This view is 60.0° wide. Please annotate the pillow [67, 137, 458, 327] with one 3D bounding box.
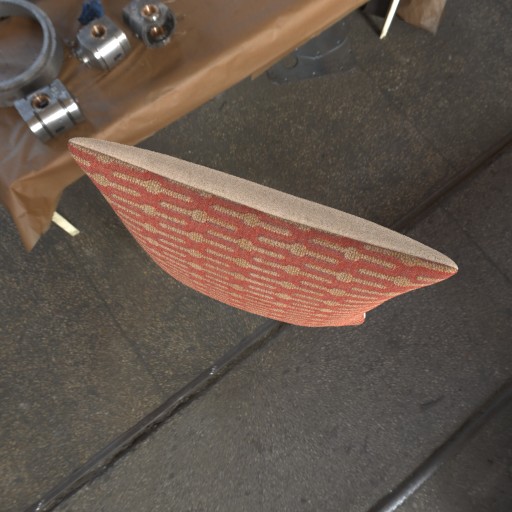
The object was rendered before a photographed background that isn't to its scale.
[{"bbox_3d":[0.000,0.000,0.778,0.511,0.503,0.182,19,76,5],"label":"pillow"}]
